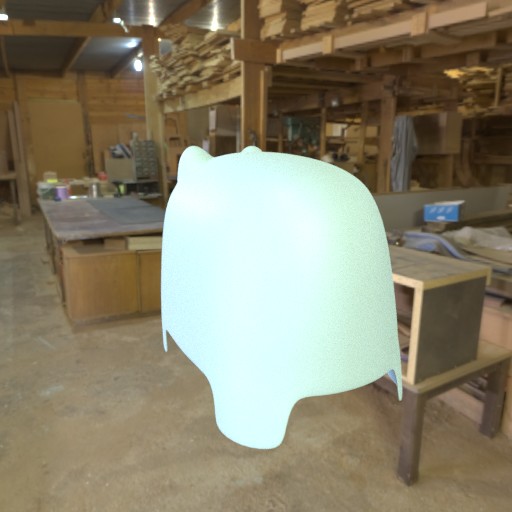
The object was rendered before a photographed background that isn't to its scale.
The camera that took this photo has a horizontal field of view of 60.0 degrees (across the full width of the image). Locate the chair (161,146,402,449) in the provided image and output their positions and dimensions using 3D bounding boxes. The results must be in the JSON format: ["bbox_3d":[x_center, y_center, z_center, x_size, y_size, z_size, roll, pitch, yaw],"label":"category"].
[{"bbox_3d":[0.000,0.000,0.878,0.364,0.423,0.619,-8,16,-28],"label":"chair"}]
